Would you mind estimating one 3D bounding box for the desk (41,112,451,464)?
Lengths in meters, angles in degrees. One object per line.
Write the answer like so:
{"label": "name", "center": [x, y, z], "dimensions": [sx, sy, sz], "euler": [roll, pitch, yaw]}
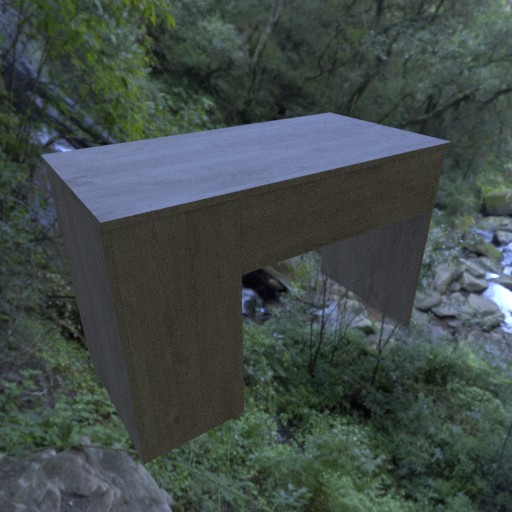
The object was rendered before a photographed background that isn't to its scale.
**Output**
{"label": "desk", "center": [0.000, 0.000, 1.499], "dimensions": [1.097, 0.735, 0.560], "euler": [-18, 33, -29]}
